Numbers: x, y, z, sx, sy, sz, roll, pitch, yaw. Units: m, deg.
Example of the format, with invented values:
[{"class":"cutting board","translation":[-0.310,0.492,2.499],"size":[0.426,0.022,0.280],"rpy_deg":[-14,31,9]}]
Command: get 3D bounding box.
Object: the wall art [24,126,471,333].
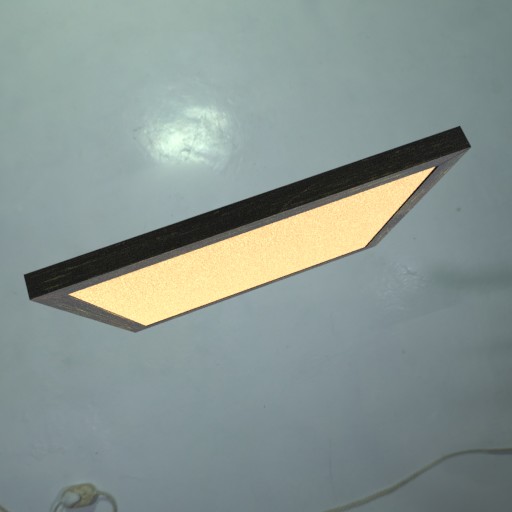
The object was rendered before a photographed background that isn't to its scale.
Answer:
[{"class":"wall art","translation":[0.000,0.000,0.751],"size":[0.558,0.457,0.032],"rpy_deg":[-19,76,-5]}]
